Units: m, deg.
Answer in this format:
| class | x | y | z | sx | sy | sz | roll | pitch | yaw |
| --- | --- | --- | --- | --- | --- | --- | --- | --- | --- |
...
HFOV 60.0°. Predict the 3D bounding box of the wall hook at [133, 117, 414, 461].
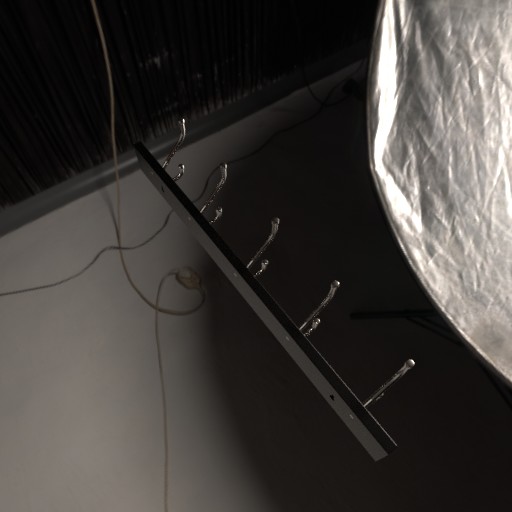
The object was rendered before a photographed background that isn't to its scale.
| class | x | y | z | sx | sy | sz | roll | pitch | yaw |
| --- | --- | --- | --- | --- | --- | --- | --- | --- | --- |
| wall hook | 0.000 | 0.000 | 0.607 | 0.071 | 0.117 | 0.571 | -32 | 64 | -18 |
